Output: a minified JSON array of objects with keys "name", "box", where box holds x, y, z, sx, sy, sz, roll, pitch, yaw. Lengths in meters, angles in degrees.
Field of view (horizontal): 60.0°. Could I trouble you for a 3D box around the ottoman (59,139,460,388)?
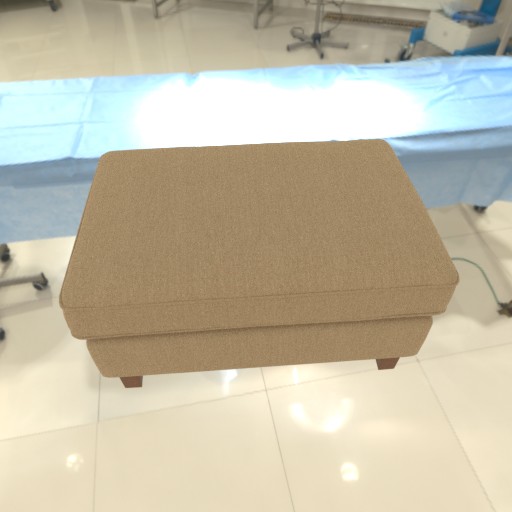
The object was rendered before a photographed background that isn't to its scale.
[{"name":"ottoman","box":[0.000,0.000,1.349,0.945,0.521,0.636,-3,47,-3]}]
